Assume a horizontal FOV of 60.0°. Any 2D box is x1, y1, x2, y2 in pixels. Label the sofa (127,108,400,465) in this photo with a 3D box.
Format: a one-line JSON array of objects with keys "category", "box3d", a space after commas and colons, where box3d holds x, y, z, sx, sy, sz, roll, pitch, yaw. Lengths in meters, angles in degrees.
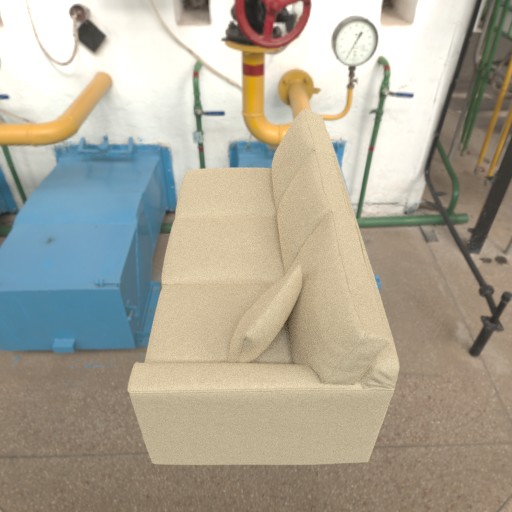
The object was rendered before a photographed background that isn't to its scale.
[{"category": "sofa", "box3d": [0.000, 0.000, 2.492, 1.034, 0.946, 1.963, 0, 40, 0]}]
